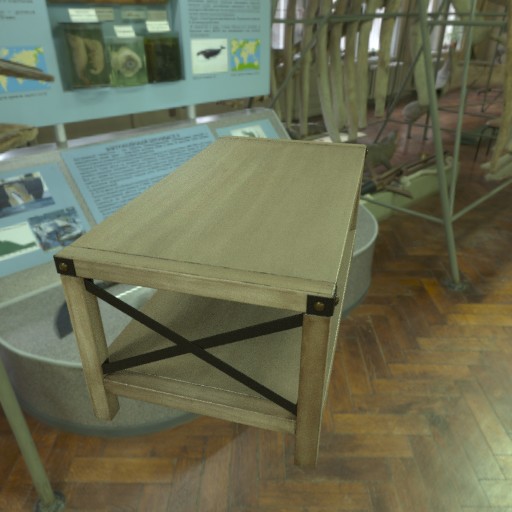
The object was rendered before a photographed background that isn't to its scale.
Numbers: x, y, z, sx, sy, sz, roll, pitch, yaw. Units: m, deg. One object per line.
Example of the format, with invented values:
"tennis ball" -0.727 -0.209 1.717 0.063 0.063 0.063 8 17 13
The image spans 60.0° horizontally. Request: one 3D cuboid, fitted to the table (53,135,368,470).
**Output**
"table" 0.000 0.000 1.328 0.559 0.456 1.016 8 30 13
